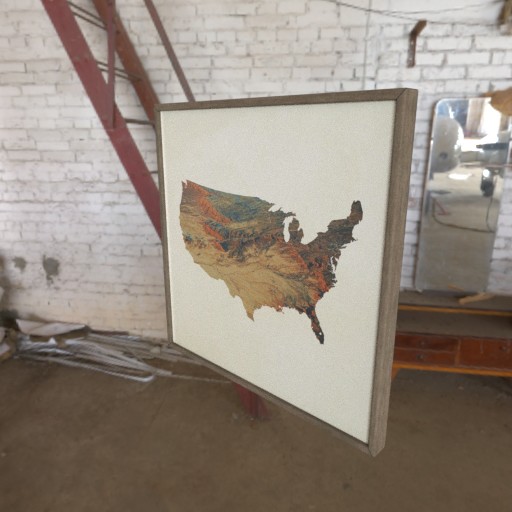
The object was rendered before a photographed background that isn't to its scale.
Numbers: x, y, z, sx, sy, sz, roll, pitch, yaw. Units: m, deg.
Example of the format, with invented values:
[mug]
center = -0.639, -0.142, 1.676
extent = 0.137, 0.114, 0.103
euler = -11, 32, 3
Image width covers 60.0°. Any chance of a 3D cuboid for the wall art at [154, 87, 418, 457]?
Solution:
[wall art]
center = 0.000, 0.000, 1.119
extent = 0.749, 0.751, 0.050
euler = 15, 21, 41
